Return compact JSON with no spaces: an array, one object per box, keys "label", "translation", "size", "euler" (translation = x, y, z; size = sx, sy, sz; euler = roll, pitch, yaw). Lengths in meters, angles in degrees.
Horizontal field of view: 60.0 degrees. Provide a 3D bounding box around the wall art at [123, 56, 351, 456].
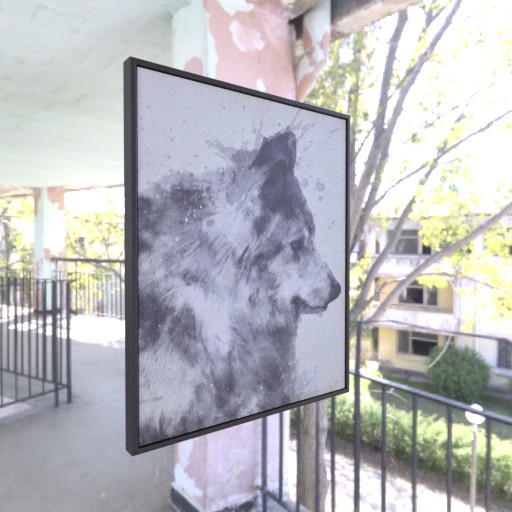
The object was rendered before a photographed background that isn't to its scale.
[{"label":"wall art","translation":[0.000,0.000,0.756],"size":[0.451,0.551,0.028],"euler":[-1,1,-37]}]
